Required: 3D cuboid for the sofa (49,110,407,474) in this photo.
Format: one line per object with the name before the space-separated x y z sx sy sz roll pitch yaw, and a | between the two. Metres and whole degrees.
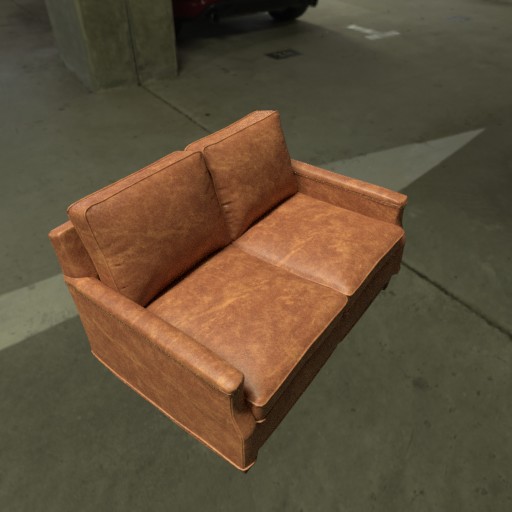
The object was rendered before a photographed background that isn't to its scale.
sofa | 0.000 0.000 2.289 1.084 1.003 1.597 25 45 28
